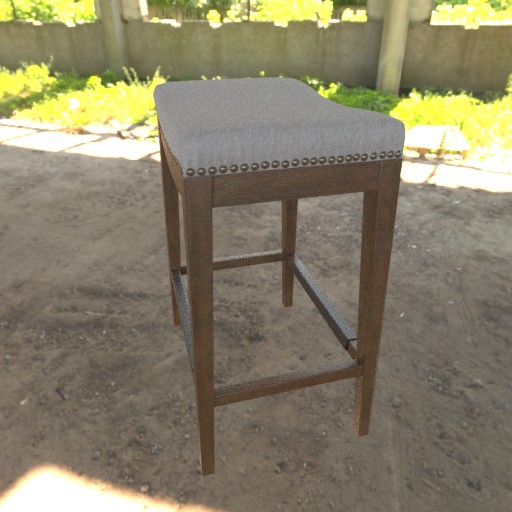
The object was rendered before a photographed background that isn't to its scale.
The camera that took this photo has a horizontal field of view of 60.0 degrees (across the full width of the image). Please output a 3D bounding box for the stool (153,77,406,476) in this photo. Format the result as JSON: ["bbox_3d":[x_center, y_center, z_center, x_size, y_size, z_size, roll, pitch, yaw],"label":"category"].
[{"bbox_3d":[0.000,0.000,0.952,0.356,0.660,0.508,-8,30,-14],"label":"stool"}]
